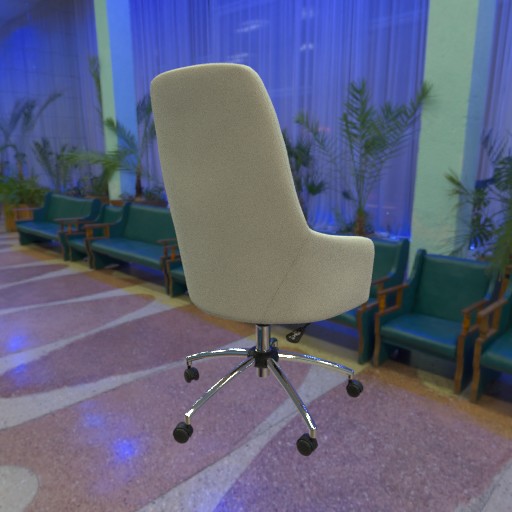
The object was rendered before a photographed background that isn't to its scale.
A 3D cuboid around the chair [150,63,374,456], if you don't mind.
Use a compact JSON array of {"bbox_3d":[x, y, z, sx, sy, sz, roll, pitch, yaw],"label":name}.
[{"bbox_3d":[0.000,0.000,1.401,0.640,1.049,0.620,-13,19,-43],"label":"chair"}]
